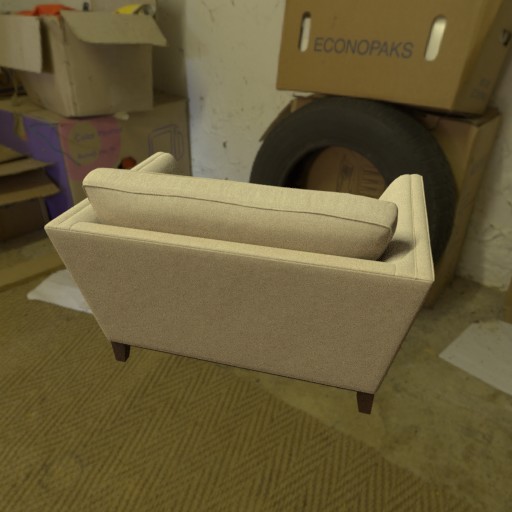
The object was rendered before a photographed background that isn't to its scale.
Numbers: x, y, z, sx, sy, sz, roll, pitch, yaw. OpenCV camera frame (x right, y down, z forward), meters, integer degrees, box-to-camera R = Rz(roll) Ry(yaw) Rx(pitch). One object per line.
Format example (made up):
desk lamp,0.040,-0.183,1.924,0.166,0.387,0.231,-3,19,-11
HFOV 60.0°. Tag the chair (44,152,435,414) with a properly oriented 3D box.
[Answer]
chair,0.000,0.000,2.048,1.397,0.940,0.965,8,31,13
